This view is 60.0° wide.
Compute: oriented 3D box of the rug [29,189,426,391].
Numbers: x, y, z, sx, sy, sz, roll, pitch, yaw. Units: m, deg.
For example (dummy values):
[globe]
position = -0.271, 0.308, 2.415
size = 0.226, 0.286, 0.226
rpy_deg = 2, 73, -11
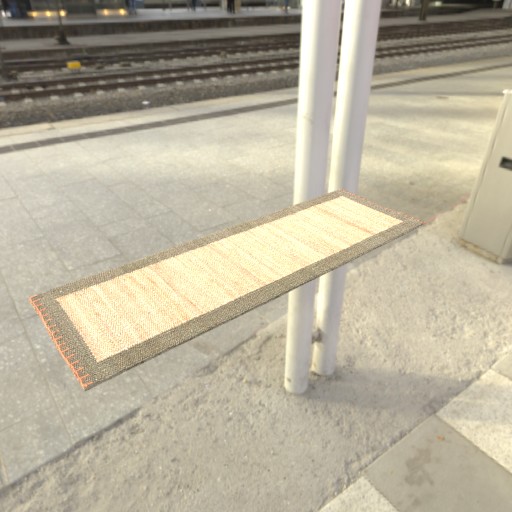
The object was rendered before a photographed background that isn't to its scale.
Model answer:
[rug]
position = 0.000, 0.000, 2.692
size = 2.413, 0.016, 0.810
rpy_deg = -22, 37, -32
